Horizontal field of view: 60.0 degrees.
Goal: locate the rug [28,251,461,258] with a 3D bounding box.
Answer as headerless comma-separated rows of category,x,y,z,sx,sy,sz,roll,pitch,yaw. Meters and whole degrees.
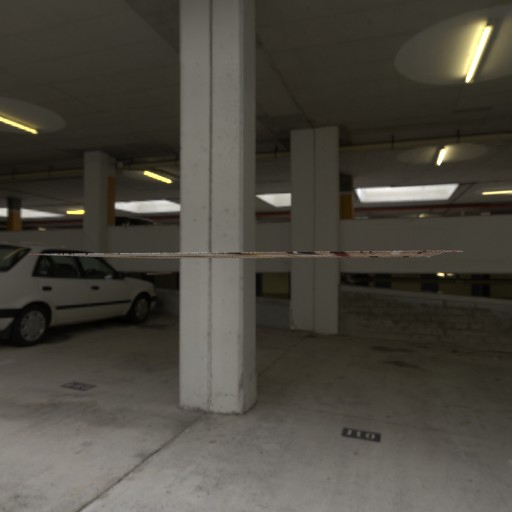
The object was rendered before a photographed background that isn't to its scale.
rug,0.000,0.000,2.425,1.918,0.007,1.268,0,-1,17
